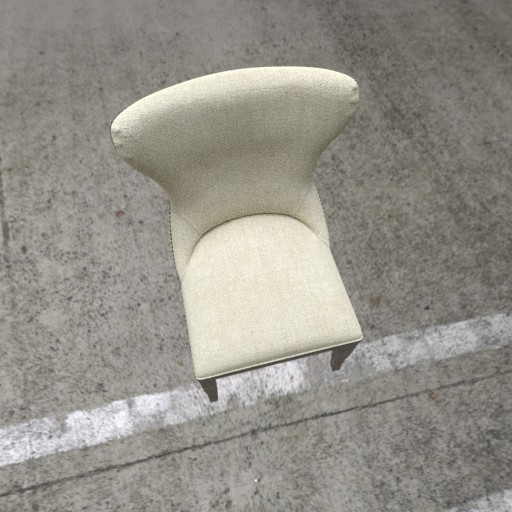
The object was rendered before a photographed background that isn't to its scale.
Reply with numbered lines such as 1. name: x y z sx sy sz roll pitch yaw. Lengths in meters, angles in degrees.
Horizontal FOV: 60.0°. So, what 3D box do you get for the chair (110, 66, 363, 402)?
1. chair: 0.000 0.000 1.465 0.654 1.002 0.681 -12 64 -6
